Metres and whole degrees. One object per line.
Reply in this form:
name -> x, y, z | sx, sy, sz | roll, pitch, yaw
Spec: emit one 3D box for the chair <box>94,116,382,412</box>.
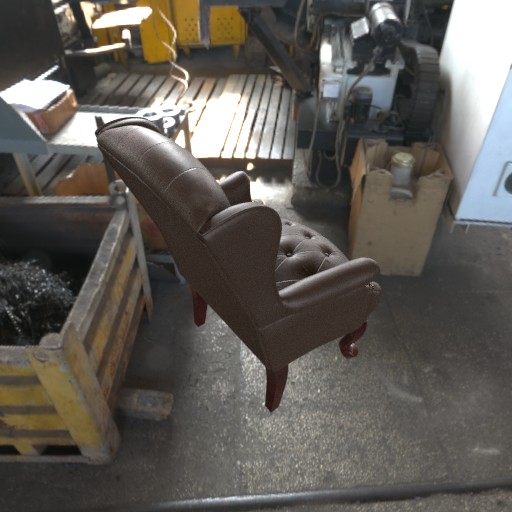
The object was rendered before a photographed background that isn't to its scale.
chair -> 0.000, 0.000, 1.720 | 0.819, 1.132, 0.829 | -26, 47, -27
